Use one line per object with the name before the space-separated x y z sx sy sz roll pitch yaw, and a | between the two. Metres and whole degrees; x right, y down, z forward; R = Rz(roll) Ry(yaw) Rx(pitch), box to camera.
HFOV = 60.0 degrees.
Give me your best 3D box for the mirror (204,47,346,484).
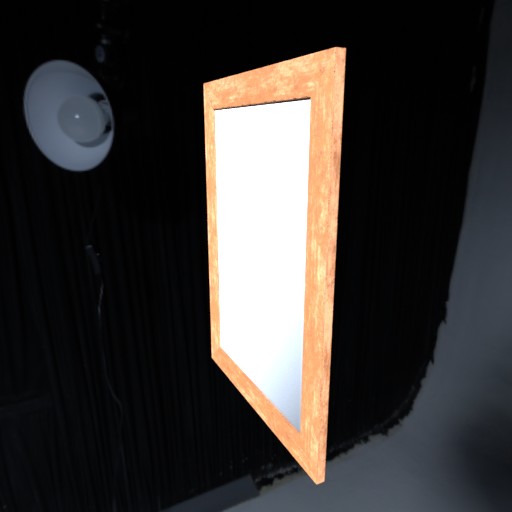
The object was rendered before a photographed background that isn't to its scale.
mirror | 0.000 0.000 1.411 0.028 1.099 0.796 -8 17 -25
